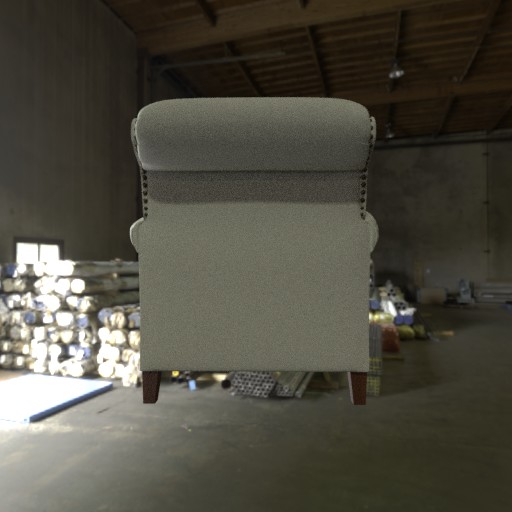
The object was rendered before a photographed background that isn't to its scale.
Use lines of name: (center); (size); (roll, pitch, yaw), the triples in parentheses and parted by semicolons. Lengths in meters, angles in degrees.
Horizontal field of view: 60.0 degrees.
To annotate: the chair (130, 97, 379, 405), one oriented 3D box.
chair: (0.000, 0.000, 1.650); (0.854, 0.927, 0.890); (0, -1, 1)
